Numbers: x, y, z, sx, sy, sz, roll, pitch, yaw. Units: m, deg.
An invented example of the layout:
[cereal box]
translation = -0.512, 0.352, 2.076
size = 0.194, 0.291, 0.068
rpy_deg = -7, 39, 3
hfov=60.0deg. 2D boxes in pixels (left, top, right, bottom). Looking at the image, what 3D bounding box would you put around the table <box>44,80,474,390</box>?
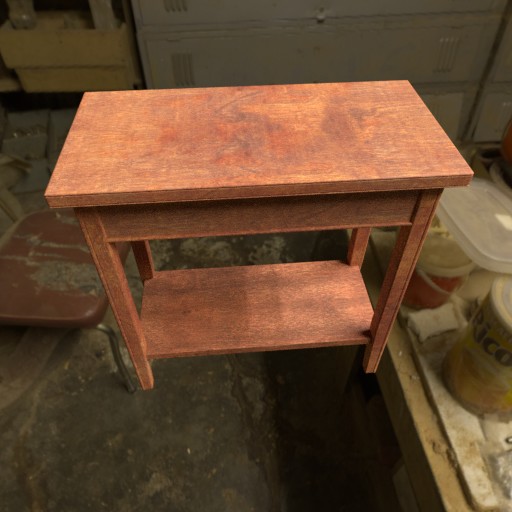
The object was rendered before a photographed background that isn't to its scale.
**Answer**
[table]
translation = 0.000, 0.000, 0.949
size = 0.610, 0.610, 0.305
rpy_deg = -3, 46, -3
